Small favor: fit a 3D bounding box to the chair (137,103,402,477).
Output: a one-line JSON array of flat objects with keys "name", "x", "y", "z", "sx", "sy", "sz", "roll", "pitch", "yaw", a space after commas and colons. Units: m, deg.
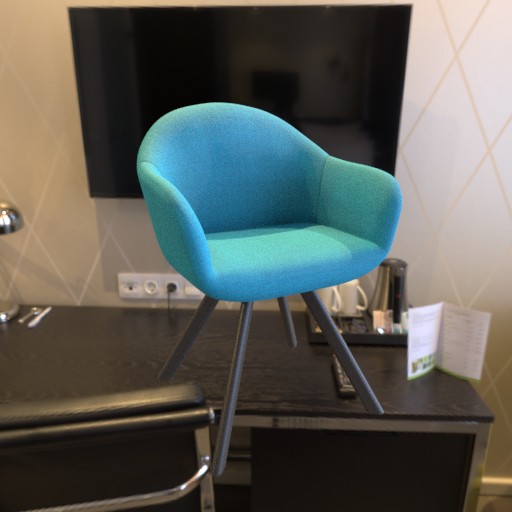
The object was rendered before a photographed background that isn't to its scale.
[{"name": "chair", "x": 0.000, "y": 0.000, "z": 1.191, "sx": 0.590, "sy": 0.795, "sz": 0.550, "roll": -8, "pitch": 19, "yaw": -26}]
